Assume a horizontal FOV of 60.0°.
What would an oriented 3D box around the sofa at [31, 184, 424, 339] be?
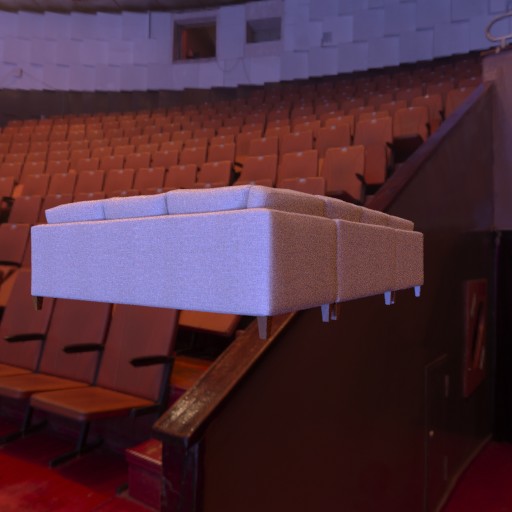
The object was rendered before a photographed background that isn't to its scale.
[{"bbox_3d":[0.000,0.000,4.646,2.594,0.961,3.460,0,0,35],"label":"sofa"}]
